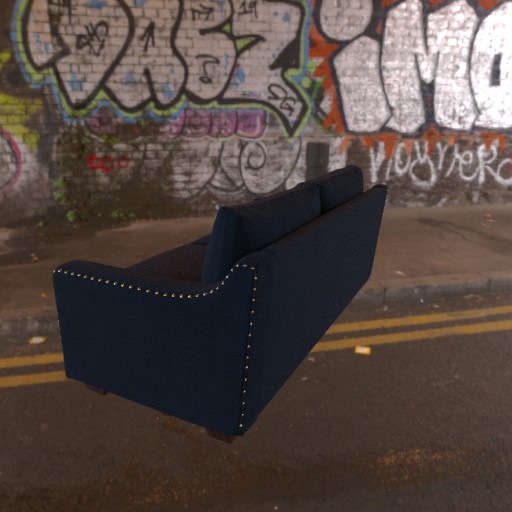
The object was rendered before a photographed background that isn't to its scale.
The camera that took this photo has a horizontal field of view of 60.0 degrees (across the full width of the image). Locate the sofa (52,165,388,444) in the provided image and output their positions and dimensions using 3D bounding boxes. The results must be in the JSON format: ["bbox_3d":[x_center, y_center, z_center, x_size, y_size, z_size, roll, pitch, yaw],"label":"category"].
[{"bbox_3d":[0.000,0.000,2.725,1.104,0.983,2.107,9,20,26],"label":"sofa"}]
